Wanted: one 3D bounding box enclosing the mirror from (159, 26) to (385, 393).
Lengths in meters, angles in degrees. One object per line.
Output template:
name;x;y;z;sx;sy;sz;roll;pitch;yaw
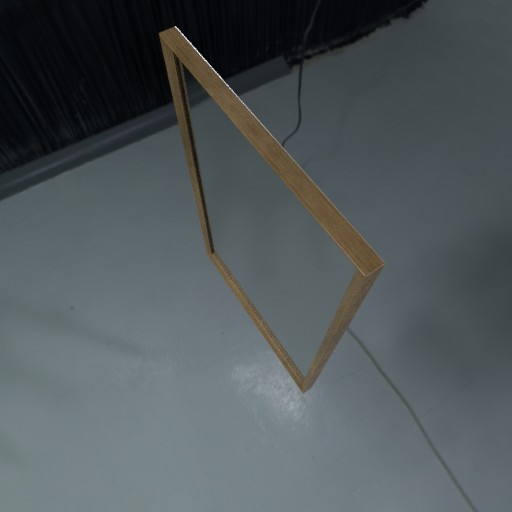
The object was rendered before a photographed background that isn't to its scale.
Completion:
mirror;0.000;0.000;1.140;0.041;0.915;0.609;-31;67;-15
